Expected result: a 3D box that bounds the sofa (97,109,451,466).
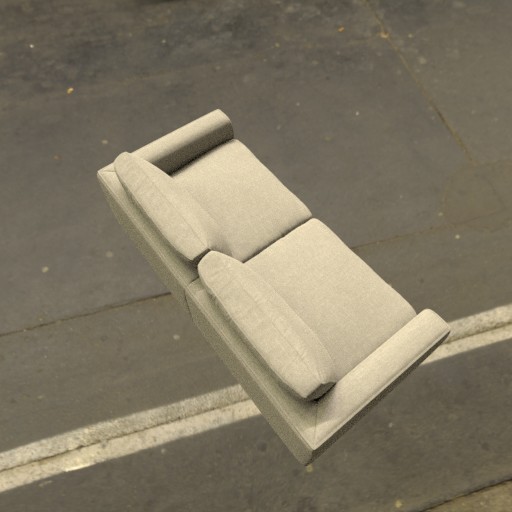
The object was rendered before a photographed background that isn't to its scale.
[{"bbox_3d":[0.000,0.000,2.856,1.070,0.801,2.262,-34,65,-18],"label":"sofa"}]
